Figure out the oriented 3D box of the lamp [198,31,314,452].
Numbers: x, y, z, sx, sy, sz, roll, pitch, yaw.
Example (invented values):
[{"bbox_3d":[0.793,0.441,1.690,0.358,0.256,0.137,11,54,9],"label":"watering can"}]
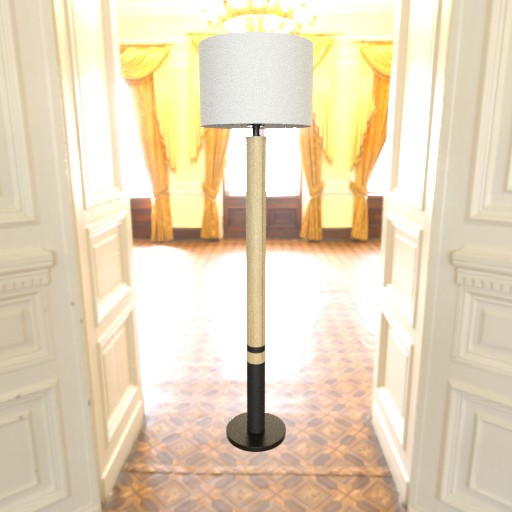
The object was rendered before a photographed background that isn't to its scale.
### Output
[{"bbox_3d":[0.000,0.000,1.635,0.381,1.478,0.381,-13,18,-43],"label":"lamp"}]
